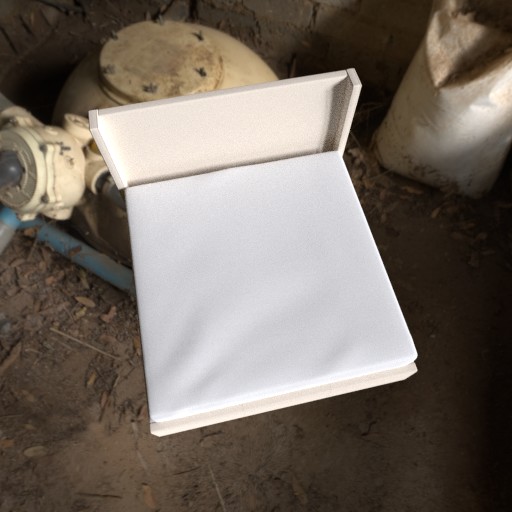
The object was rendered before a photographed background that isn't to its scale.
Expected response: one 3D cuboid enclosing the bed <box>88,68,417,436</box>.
[{"bbox_3d":[0.000,0.000,3.654,2.145,1.471,2.293,-11,64,-5],"label":"bed"}]
